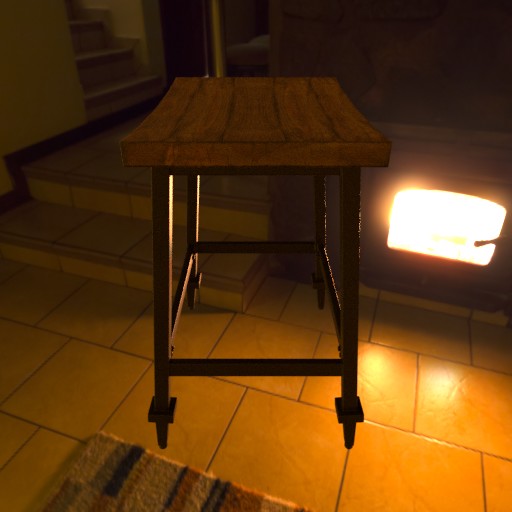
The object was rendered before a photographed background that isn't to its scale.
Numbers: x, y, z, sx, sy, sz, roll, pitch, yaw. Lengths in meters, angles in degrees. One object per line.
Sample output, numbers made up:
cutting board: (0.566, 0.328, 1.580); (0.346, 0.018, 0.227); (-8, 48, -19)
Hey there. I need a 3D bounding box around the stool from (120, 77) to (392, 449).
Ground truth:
stool: (0.000, 0.000, 0.925); (0.405, 0.625, 0.486); (0, 31, 0)
